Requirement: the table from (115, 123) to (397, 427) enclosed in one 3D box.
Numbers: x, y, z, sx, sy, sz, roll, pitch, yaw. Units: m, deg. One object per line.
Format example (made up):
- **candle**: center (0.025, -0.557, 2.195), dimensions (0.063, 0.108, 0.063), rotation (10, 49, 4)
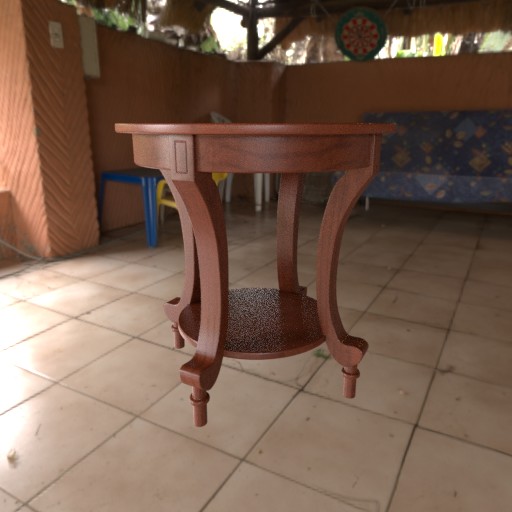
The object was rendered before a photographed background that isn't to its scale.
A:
- **table**: center (0.000, 0.000, 1.066), dimensions (0.597, 0.612, 0.597), rotation (0, 17, 0)
